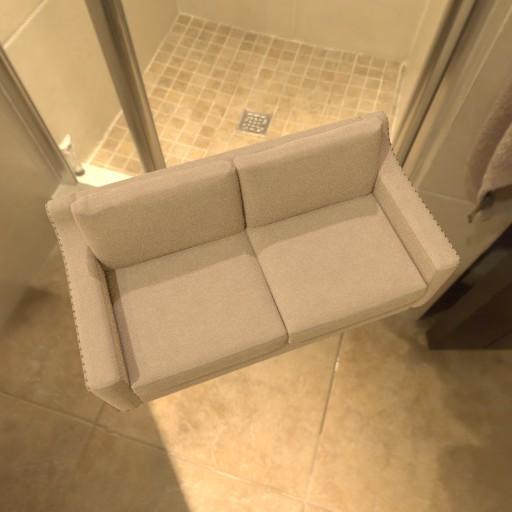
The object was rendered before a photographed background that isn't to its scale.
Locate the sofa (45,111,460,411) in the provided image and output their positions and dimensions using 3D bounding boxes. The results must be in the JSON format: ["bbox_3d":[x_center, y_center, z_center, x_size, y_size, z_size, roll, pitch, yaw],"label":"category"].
[{"bbox_3d":[0.000,0.000,2.674,2.107,0.983,1.104,-18,63,-9],"label":"sofa"}]
